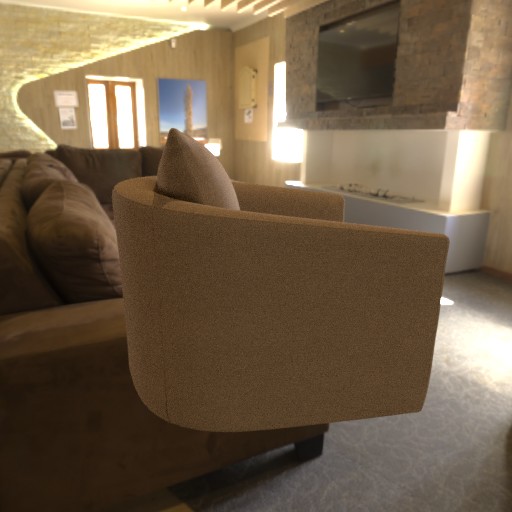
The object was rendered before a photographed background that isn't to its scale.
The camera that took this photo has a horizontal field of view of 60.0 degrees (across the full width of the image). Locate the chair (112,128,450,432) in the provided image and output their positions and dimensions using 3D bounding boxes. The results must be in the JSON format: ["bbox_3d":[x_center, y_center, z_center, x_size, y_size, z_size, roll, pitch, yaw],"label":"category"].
[{"bbox_3d":[0.000,0.000,1.524,0.910,0.848,0.845,-3,16,-10],"label":"chair"}]
